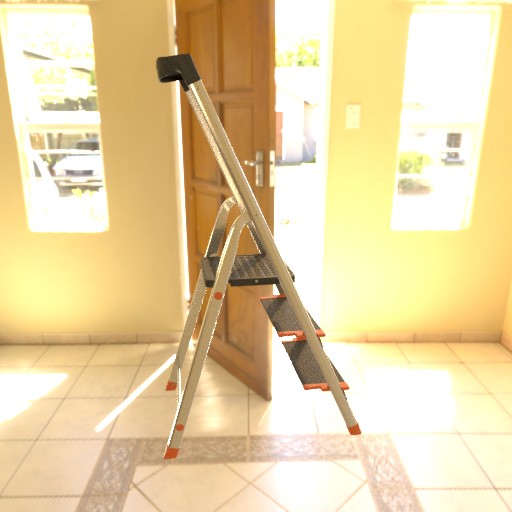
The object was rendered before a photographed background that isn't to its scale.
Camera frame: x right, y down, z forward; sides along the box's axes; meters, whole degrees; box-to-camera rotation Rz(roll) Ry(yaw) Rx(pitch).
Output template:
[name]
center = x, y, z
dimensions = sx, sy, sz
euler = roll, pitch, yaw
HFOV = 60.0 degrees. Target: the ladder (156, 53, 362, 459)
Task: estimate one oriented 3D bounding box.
[ladder]
center = 0.000, 0.000, 1.520
dimensions = 0.686, 1.229, 0.416
euler = -3, 17, -10
